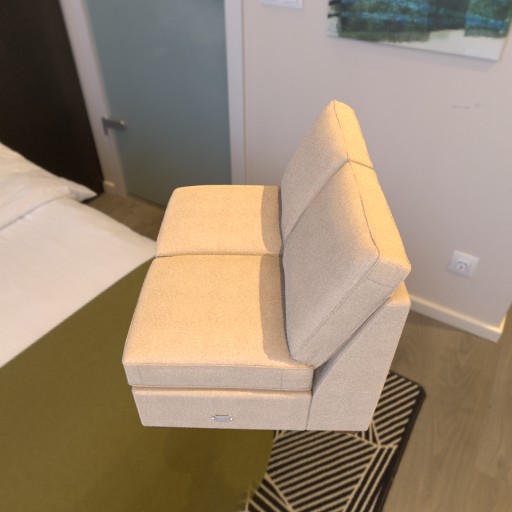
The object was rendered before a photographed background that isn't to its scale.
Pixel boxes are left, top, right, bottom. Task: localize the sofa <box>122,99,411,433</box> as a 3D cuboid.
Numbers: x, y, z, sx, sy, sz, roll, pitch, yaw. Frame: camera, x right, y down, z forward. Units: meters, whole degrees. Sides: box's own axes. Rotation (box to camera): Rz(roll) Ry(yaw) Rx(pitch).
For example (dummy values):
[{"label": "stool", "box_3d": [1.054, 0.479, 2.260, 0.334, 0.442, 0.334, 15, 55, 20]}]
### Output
[{"label": "sofa", "box_3d": [0.000, 0.000, 2.032, 0.978, 1.006, 1.232, 1, 40, 1]}]
